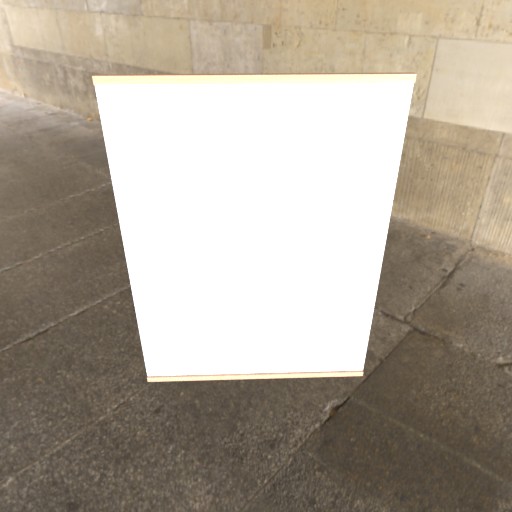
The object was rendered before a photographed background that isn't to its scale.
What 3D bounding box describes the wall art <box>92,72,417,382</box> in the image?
[{"bbox_3d":[0.000,0.000,0.791,0.459,0.608,0.012,-1,32,-2],"label":"wall art"}]
